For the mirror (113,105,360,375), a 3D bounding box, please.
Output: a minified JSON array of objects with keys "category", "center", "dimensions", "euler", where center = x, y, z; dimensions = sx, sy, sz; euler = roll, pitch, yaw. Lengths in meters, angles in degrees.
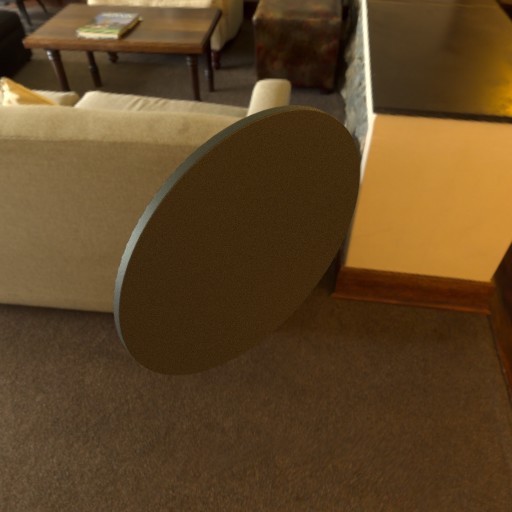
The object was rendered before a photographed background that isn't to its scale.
[{"category":"mirror","center":[0.000,0.000,1.592],"dimensions":[1.077,1.077,0.036],"euler":[-31,53,-27]}]
